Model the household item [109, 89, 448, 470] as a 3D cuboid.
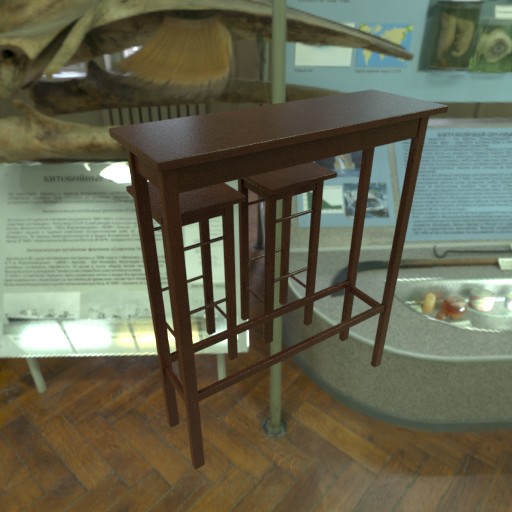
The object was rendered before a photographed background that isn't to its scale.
[{"bbox_3d":[0.000,0.000,1.604,0.914,1.067,0.676,-19,36,-28],"label":"household item"}]
